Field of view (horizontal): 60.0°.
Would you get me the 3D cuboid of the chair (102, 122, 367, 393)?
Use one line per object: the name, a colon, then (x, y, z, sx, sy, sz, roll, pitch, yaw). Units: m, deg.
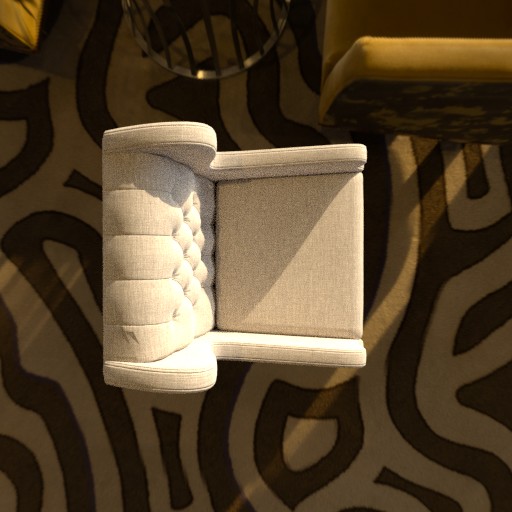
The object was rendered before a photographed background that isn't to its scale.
chair: (0.000, 0.000, 1.506, 0.760, 0.930, 0.710, 0, 91, 0)
